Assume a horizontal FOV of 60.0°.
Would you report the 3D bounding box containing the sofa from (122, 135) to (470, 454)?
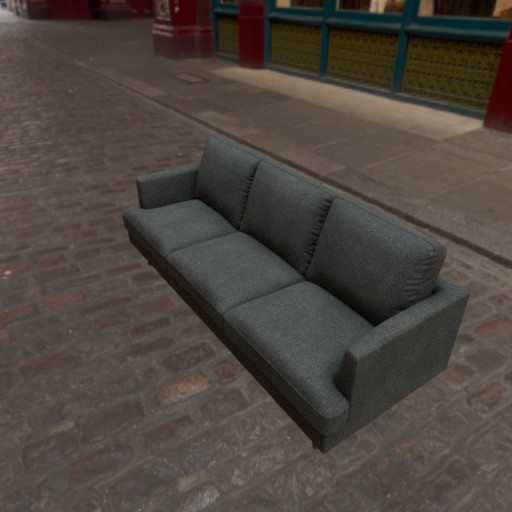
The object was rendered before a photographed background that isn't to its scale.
[{"bbox_3d":[0.000,0.000,2.710,0.903,0.930,2.246,-21,38,-29],"label":"sofa"}]
